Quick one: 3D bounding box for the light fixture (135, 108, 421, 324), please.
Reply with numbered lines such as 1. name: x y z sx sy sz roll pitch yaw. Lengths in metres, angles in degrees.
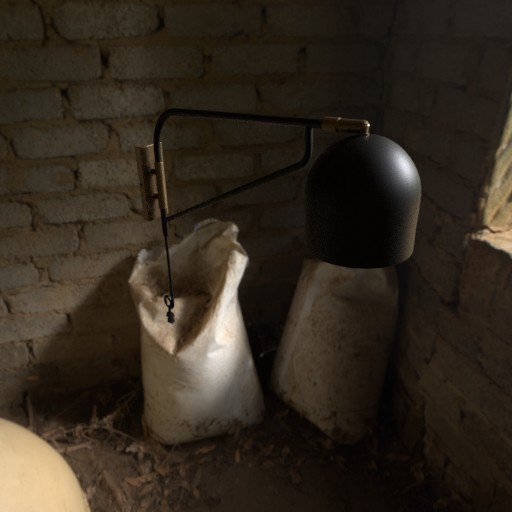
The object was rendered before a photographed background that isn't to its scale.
1. light fixture: 0.000 0.000 1.075 0.720 0.696 0.215 19 33 32
